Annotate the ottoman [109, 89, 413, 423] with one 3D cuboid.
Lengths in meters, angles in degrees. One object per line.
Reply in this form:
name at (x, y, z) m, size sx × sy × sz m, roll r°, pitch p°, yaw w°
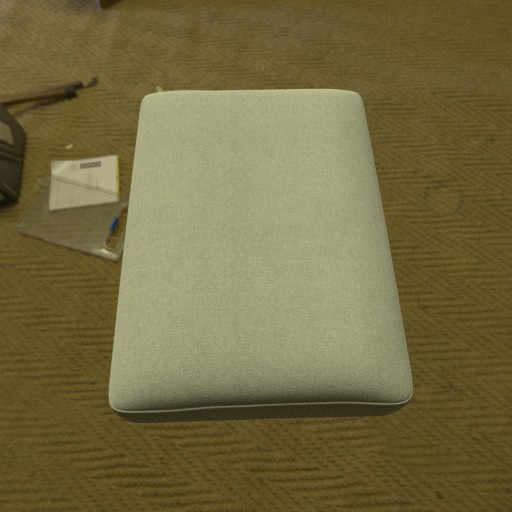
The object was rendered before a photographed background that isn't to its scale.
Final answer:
ottoman at (0.000, 0.000, 1.053) m, size 0.549 × 0.428 × 0.749 m, roll -1°, pitch 64°, yaw -1°
